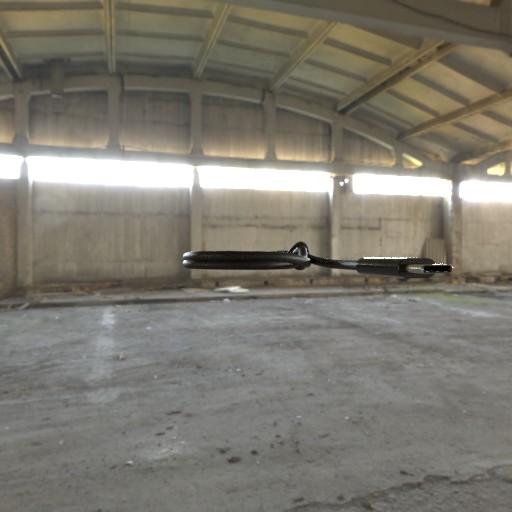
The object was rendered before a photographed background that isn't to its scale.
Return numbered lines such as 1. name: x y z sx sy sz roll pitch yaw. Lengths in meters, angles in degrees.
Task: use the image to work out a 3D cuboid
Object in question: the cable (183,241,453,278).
1. cable: 0.000 0.000 0.211 0.070 0.014 0.186 0 0 -17
